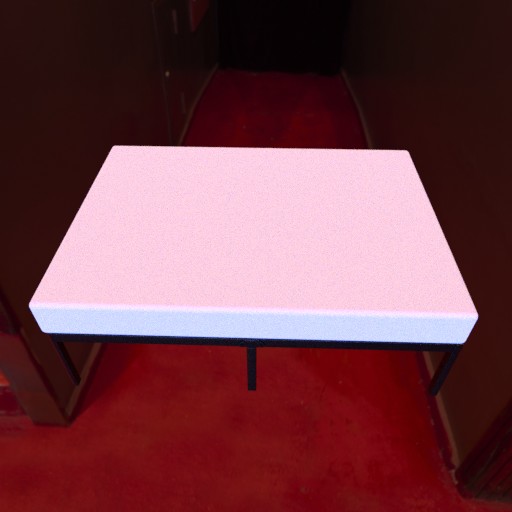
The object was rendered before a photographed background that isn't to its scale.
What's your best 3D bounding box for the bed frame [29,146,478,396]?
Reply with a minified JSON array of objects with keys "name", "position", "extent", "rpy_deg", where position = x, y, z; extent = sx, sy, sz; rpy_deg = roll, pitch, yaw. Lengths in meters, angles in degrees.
[{"name":"bed frame","position":[0.000,0.000,2.634],"extent":[1.956,0.659,1.408],"rpy_deg":[1,43,1]}]
